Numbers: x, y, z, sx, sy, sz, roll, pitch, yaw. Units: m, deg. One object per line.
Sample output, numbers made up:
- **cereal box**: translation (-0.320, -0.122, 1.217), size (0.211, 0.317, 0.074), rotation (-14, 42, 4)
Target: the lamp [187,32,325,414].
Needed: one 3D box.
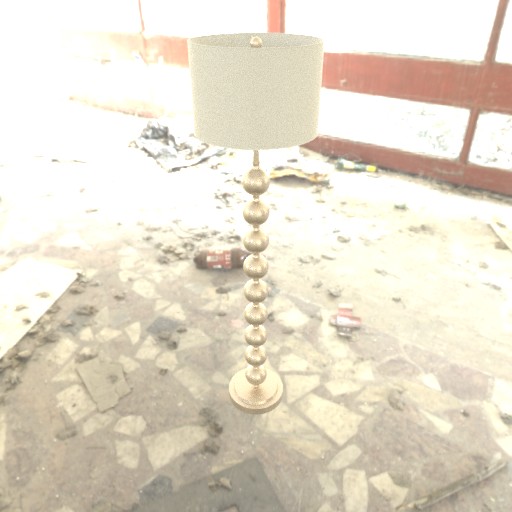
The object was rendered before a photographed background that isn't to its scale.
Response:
- **lamp**: translation (0.000, 0.000, 1.654), size (0.394, 1.474, 0.394), rotation (-20, 37, -29)
